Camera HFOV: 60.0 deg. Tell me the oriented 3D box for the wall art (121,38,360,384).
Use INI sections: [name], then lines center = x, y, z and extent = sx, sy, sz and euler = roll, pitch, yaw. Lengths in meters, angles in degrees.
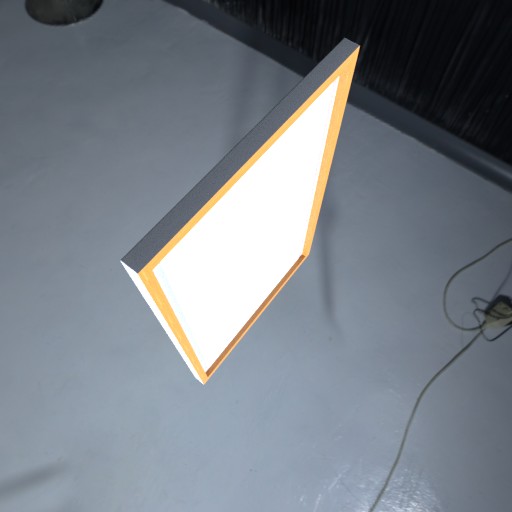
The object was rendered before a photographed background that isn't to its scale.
[wall art]
center = 0.000, 0.000, 0.775
extent = 0.025, 0.608, 0.405
euler = 35, 69, 16
